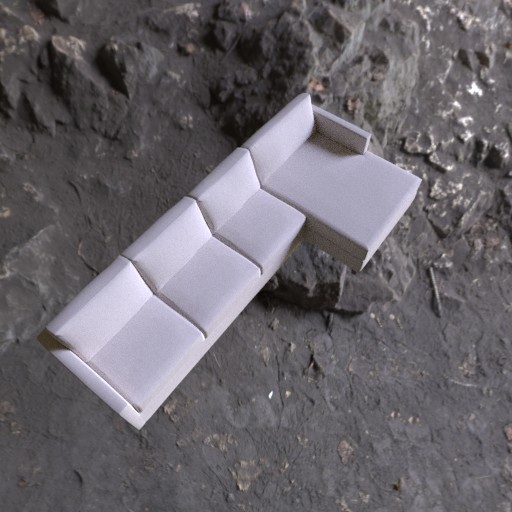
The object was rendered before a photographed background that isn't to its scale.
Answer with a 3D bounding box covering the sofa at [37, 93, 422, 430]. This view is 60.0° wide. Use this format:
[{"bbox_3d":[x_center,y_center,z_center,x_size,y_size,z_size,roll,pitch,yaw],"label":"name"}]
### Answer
[{"bbox_3d":[0.000,0.000,4.035,1.599,0.954,3.471,34,65,18],"label":"sofa"}]
